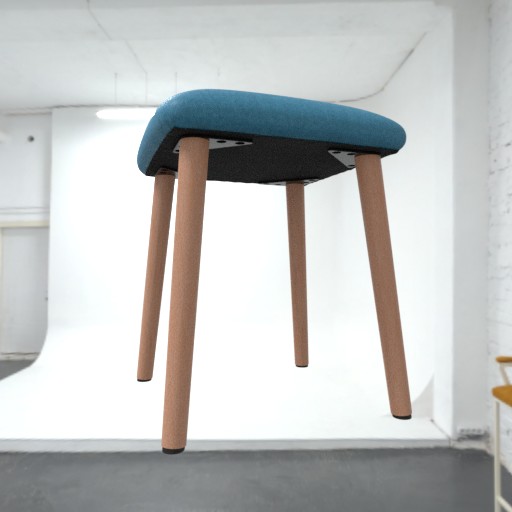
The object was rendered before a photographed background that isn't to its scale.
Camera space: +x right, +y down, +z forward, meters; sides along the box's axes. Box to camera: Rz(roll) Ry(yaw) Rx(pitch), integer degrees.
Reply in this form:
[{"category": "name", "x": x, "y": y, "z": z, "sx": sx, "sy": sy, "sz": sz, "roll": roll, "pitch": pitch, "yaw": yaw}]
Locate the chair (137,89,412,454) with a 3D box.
[{"category": "chair", "x": 0.000, "y": 0.000, "z": 0.715, "sx": 0.360, "sy": 0.450, "sz": 0.360, "roll": 0, "pitch": -1, "yaw": -20}]
